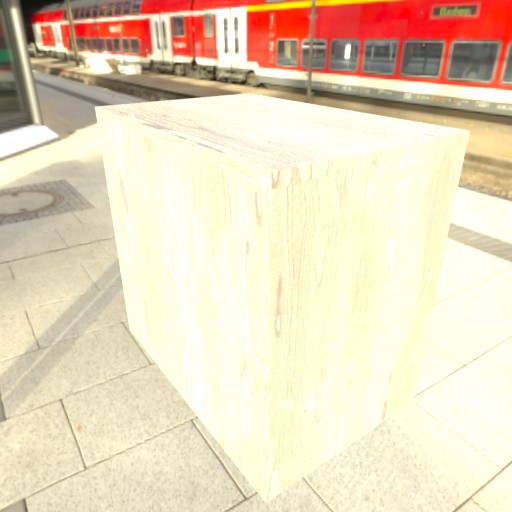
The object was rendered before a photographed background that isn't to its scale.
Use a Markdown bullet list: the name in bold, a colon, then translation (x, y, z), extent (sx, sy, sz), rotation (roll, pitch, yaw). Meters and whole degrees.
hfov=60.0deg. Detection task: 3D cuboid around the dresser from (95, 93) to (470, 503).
- **dresser**: translation (0.000, 0.000, 1.258), extent (0.529, 0.762, 0.809), rotation (-18, 32, -32)
